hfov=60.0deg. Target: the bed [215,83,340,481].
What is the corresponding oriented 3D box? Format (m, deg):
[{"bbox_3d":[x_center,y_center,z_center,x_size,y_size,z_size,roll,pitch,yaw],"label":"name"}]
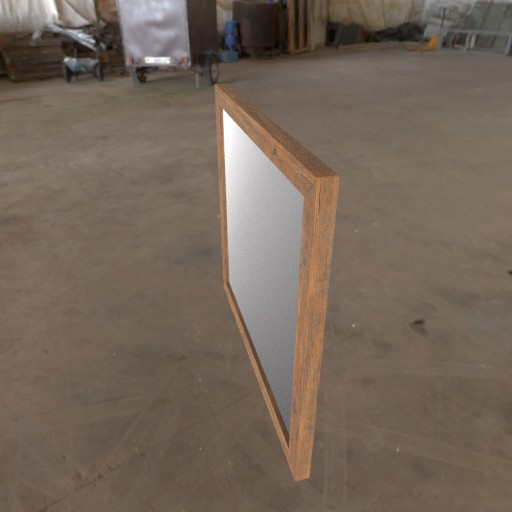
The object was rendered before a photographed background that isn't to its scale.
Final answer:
[{"bbox_3d":[0.000,0.000,1.506,0.046,0.942,1.046,-8,31,-13],"label":"bed"}]
